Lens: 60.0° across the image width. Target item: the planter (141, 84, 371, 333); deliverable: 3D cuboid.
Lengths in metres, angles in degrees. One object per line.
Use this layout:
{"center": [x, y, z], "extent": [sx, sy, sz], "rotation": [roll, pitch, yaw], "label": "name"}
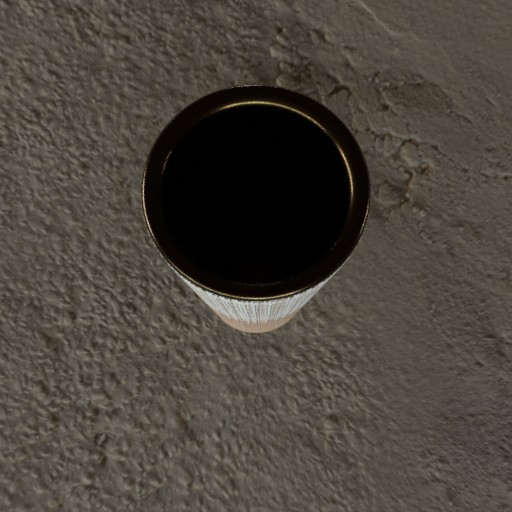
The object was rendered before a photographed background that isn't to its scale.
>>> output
{"center": [0.000, 0.000, 0.323], "extent": [0.099, 0.278, 0.099], "rotation": [0, 78, 0], "label": "planter"}
